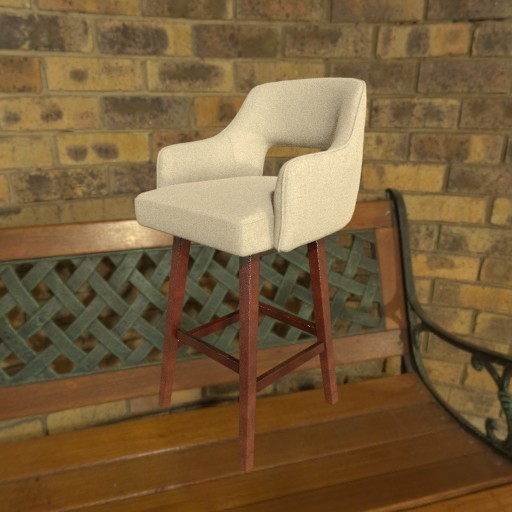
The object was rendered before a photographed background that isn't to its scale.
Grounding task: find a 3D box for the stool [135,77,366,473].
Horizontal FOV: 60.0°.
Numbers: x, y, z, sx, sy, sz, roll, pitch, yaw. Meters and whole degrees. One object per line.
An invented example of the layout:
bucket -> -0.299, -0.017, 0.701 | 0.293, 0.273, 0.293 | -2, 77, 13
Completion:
stool -> 0.000, 0.000, 1.365 | 0.550, 1.041, 0.560 | 17, 25, 41
